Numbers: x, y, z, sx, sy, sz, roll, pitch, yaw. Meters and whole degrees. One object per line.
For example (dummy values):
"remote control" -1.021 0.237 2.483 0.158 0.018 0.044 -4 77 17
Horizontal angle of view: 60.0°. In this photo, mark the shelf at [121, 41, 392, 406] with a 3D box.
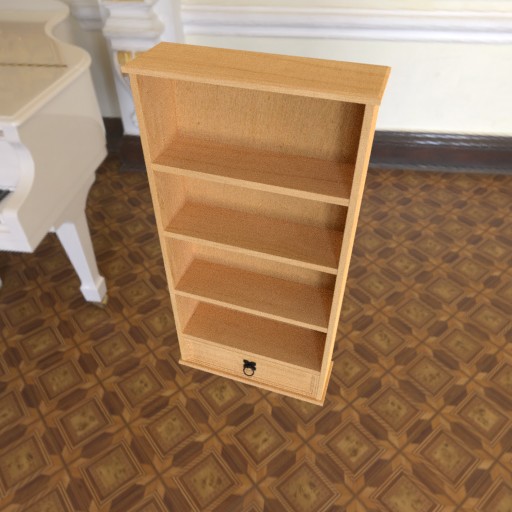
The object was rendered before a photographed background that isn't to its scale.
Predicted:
"shelf" 0.000 0.000 1.237 0.520 1.030 0.175 13 43 14
